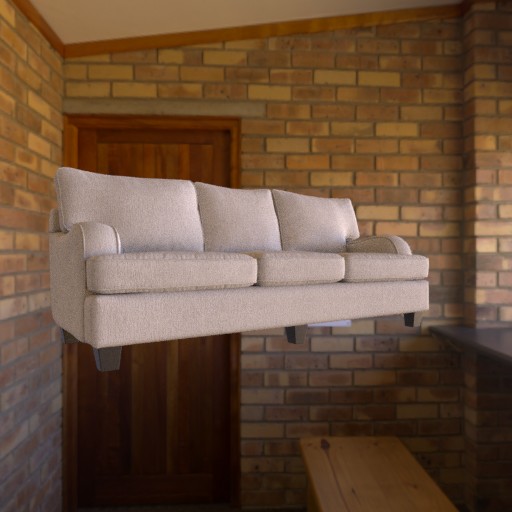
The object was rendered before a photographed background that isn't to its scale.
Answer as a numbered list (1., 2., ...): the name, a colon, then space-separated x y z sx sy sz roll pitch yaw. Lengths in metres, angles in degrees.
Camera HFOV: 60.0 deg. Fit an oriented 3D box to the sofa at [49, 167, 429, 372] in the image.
1. sofa: 0.000 0.000 2.864 2.323 0.991 1.016 0 0 -34
